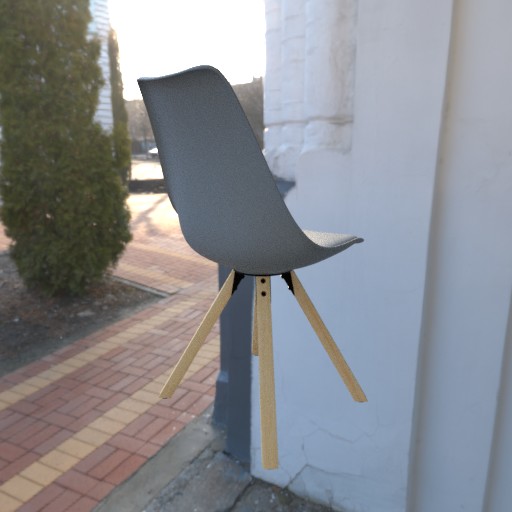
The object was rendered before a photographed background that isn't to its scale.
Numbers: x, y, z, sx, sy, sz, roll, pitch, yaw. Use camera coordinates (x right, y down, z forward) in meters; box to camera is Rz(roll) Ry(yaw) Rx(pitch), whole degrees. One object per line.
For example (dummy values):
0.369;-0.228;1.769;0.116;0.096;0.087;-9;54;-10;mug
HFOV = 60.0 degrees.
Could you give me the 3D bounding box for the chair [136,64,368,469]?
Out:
0.000;0.000;1.163;0.485;0.850;0.549;13;19;43;chair
